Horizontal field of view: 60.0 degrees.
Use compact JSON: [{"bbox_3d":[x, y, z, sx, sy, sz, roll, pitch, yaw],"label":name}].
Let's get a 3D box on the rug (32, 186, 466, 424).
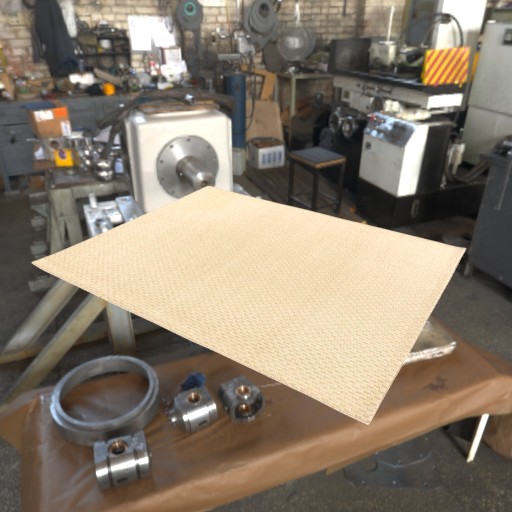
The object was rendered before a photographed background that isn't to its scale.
[{"bbox_3d":[0.000,0.000,3.743,2.897,0.035,2.277,18,33,29],"label":"rug"}]
